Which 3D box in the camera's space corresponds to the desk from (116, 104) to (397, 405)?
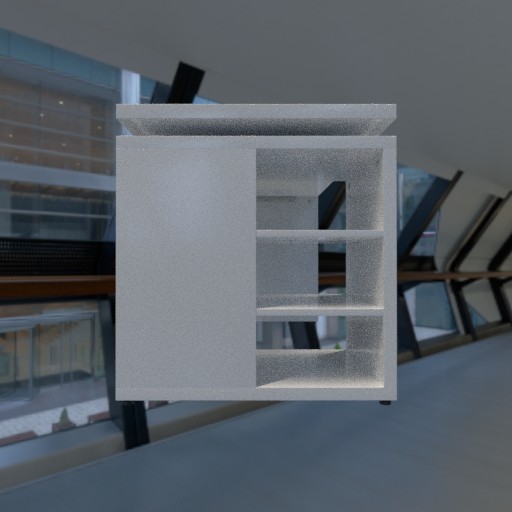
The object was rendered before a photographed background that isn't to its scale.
[{"bbox_3d":[0.000,0.000,1.788,0.690,0.740,1.400,0,0,0],"label":"desk"}]
